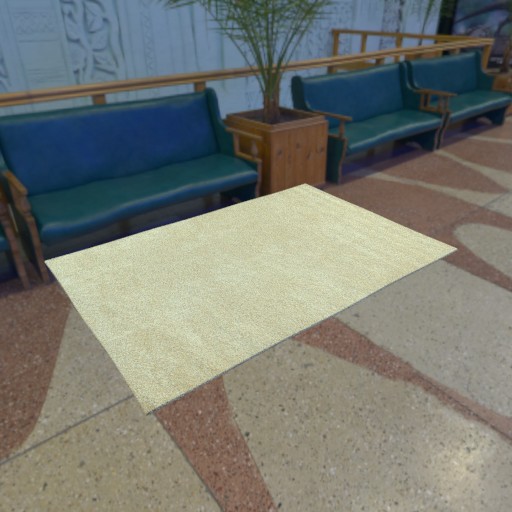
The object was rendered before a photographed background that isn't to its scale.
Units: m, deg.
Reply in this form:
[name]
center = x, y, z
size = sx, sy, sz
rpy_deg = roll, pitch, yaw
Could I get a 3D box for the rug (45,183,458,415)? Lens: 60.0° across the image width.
[rug]
center = 0.000, 0.000, 3.479
size = 2.699, 0.025, 1.800
rpy_deg = -21, 36, -31
